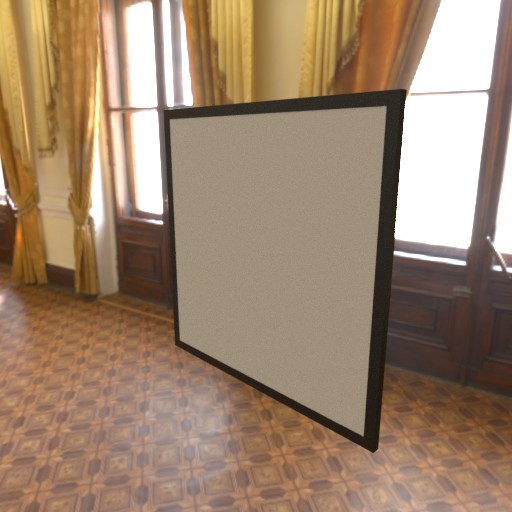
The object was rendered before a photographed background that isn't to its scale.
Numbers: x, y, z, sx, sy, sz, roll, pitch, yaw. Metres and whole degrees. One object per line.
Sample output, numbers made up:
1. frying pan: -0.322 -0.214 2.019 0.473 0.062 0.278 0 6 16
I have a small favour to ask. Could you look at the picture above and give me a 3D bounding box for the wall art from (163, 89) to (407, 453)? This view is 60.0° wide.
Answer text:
1. wall art: 0.000 0.000 1.227 0.022 0.807 0.807 -14 20 -43
